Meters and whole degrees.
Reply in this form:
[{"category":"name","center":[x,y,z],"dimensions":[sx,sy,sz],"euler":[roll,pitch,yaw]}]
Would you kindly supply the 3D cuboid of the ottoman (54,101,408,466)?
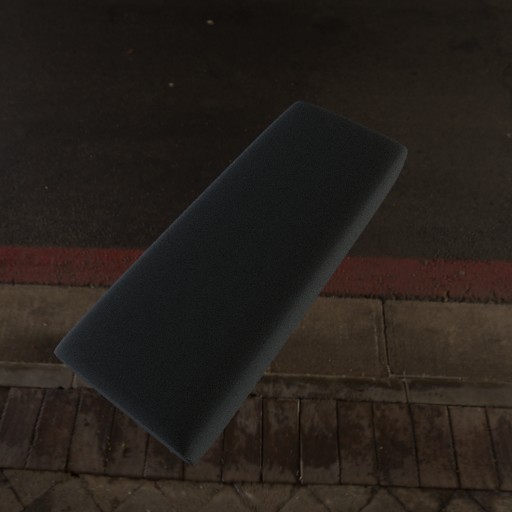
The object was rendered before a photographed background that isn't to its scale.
[{"category":"ottoman","center":[0.000,0.000,1.913],"dimensions":[0.646,0.393,1.609],"euler":[30,63,18]}]
